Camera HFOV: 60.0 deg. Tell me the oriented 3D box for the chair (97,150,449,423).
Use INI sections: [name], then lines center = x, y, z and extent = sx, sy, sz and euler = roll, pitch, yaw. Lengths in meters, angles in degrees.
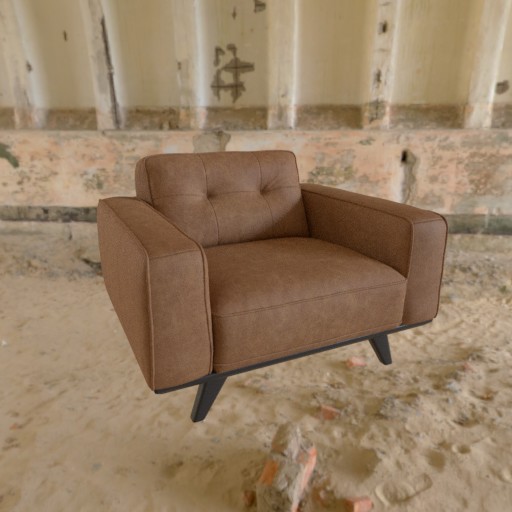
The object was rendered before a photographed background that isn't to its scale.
[chair]
center = 0.000, 0.000, 1.784
extent = 1.118, 0.782, 0.952
euler = -8, 19, -25
